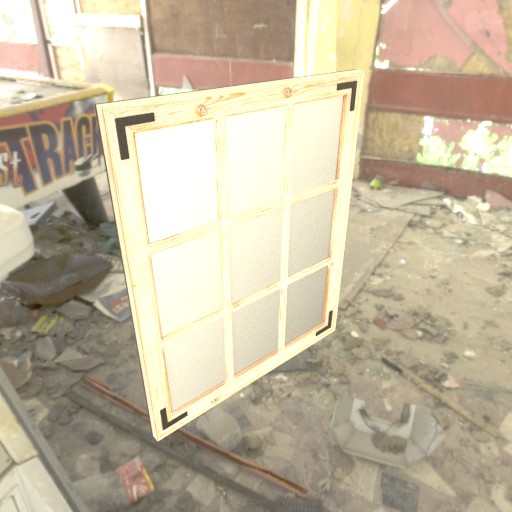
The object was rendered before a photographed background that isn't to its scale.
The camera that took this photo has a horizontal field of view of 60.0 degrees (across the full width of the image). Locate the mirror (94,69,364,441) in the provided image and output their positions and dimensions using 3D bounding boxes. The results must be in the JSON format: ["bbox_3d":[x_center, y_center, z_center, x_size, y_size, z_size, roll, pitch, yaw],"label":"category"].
[{"bbox_3d":[0.000,0.000,1.205,0.730,0.882,0.032,-23,37,-34],"label":"mirror"}]
